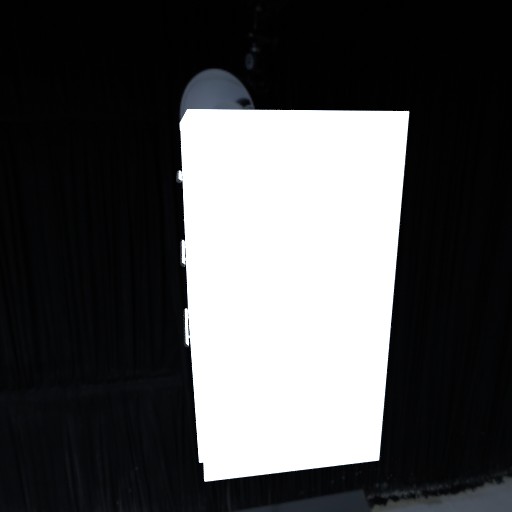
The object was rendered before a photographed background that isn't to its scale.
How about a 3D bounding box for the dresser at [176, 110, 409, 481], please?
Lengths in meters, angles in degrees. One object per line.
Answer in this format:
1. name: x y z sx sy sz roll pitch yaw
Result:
1. dresser: 0.000 0.000 1.252 0.420 0.740 0.830 -2 15 -9
